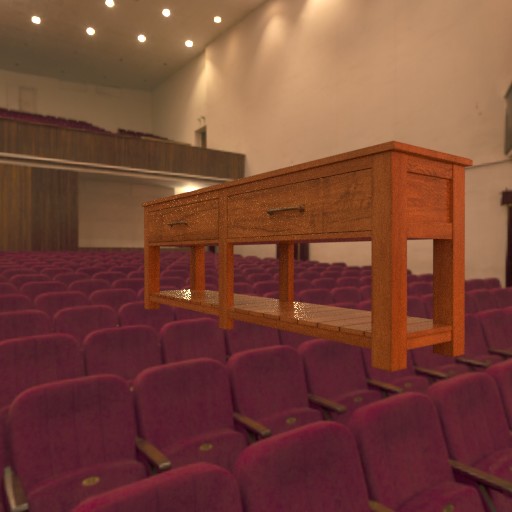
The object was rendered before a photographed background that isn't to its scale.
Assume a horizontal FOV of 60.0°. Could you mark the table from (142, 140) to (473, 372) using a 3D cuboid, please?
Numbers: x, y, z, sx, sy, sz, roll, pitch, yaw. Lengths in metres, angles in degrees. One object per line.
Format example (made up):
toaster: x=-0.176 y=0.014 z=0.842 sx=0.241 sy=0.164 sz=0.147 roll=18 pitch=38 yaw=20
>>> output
table: x=0.000 y=0.000 z=2.051 sx=0.425 sy=0.635 sz=1.815 roll=0 pitch=0 yaw=-36
